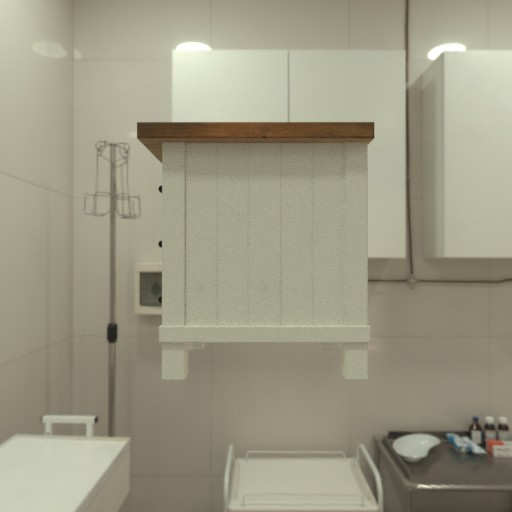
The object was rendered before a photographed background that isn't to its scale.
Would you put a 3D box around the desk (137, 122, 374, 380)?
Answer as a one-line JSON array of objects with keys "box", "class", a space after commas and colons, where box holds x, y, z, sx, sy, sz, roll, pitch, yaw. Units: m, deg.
[{"box": [0.000, 0.000, 2.184, 0.688, 0.760, 1.803, 0, -1, 0], "class": "desk"}]
